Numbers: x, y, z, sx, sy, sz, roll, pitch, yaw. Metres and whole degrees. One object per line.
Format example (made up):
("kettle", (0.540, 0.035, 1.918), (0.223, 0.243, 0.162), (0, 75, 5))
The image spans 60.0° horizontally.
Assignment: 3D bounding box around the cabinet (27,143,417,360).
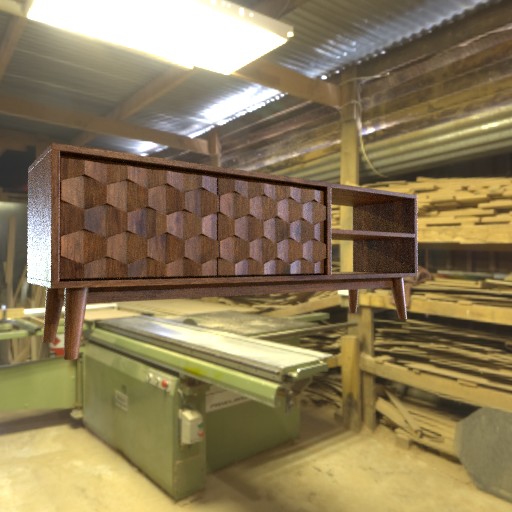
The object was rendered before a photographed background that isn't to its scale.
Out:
("cabinet", (0.000, 0.000, 1.619), (1.448, 0.528, 0.349), (1, -1, -35))
